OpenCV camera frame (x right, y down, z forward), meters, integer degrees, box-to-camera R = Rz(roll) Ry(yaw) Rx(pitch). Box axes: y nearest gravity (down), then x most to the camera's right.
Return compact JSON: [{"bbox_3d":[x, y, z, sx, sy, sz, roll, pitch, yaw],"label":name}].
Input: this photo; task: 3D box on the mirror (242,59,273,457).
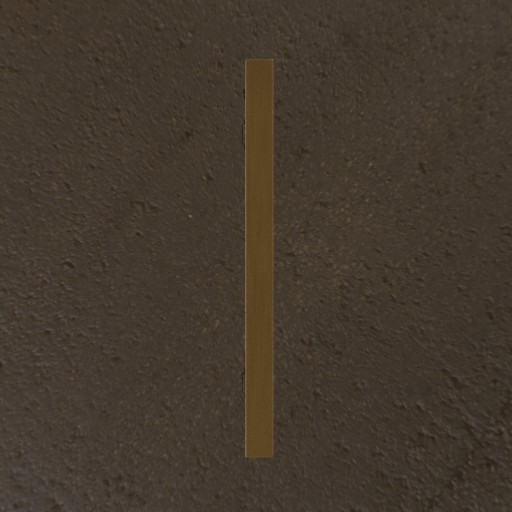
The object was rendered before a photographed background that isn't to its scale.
[{"bbox_3d":[0.000,0.000,0.919,0.040,0.710,0.507,0,91,0],"label":"mirror"}]
